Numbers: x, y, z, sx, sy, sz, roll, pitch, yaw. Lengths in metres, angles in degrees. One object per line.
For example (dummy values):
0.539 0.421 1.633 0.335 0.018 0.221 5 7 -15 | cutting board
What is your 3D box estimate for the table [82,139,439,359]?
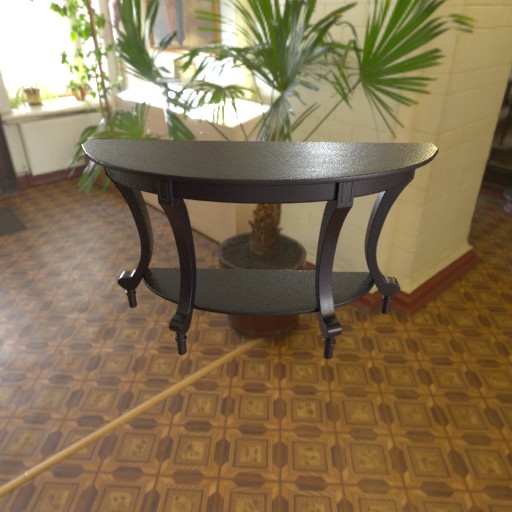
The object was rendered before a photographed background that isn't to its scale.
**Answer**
0.000 0.000 1.536 1.198 0.692 0.394 1 29 2 | table
